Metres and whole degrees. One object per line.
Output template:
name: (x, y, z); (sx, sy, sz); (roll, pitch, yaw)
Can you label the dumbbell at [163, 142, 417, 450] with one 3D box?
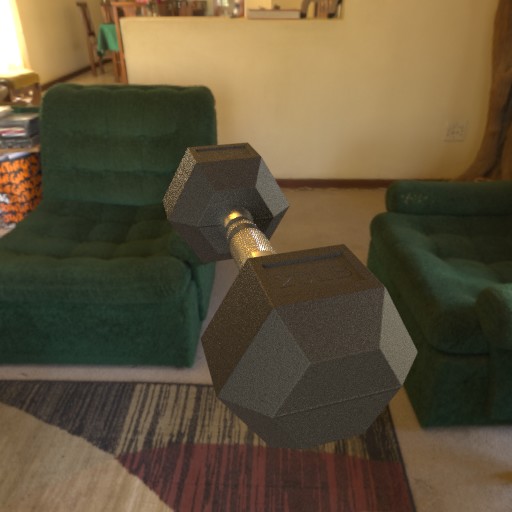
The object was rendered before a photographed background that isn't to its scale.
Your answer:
dumbbell: (0.000, 0.000, 0.343); (0.116, 0.101, 0.297); (-8, 32, -14)
